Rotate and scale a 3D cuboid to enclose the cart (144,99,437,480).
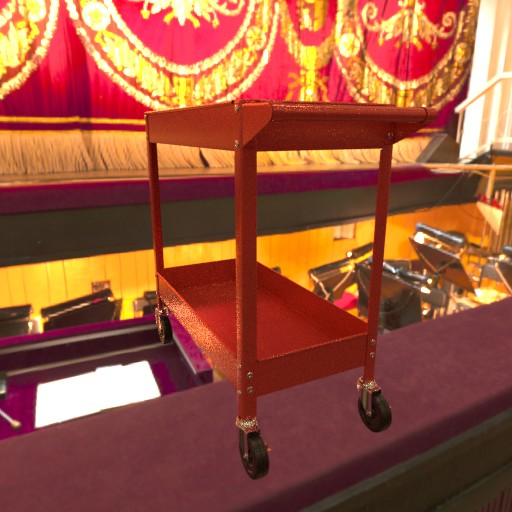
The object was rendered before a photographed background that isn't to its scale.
[{"bbox_3d":[0.000,0.000,1.136,0.366,0.719,0.779,-8,18,-26],"label":"cart"}]
